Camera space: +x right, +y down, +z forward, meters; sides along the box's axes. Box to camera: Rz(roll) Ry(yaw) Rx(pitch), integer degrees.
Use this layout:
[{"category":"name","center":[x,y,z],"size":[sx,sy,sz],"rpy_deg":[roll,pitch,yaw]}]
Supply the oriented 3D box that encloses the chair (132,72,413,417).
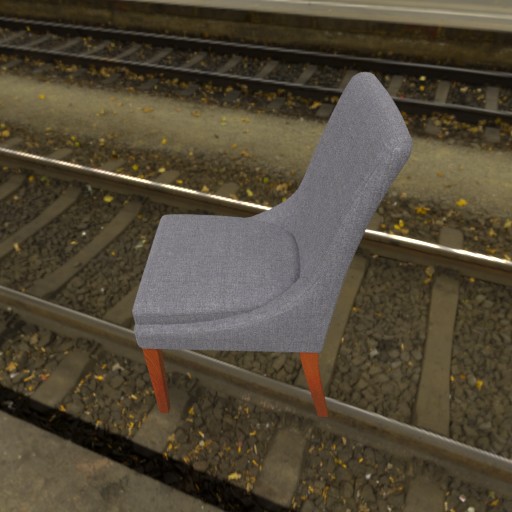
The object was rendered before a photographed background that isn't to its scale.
[{"category":"chair","center":[0.000,0.000,1.334],"size":[0.655,0.952,0.508],"rpy_deg":[1,40,1]}]
